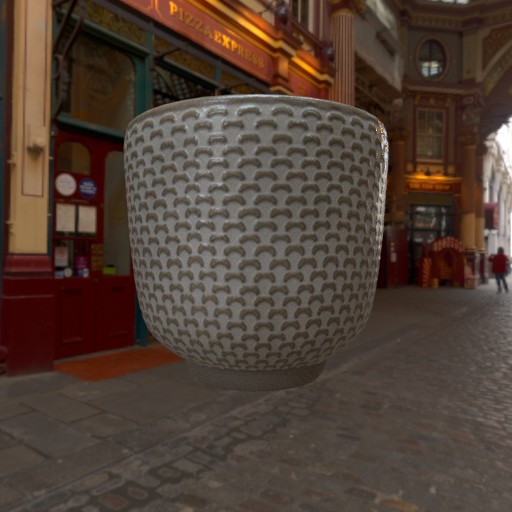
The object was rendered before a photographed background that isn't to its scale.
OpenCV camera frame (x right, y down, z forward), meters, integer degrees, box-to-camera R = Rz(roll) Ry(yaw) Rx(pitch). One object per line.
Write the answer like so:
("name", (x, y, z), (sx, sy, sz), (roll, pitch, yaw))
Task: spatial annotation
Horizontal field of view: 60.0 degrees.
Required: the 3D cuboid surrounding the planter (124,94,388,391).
("planter", (0.000, 0.000, 0.302), (0.173, 0.160, 0.173), (0, 0, 0))
